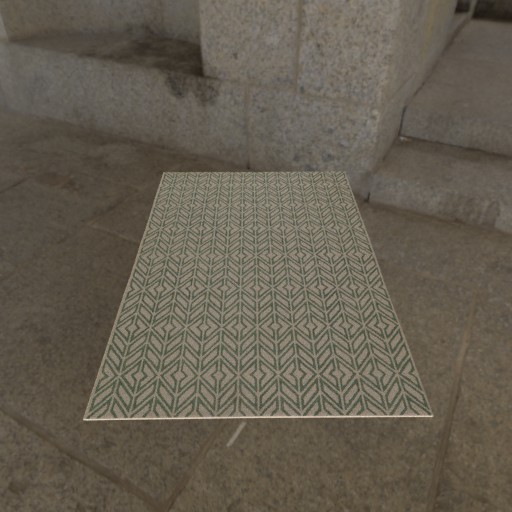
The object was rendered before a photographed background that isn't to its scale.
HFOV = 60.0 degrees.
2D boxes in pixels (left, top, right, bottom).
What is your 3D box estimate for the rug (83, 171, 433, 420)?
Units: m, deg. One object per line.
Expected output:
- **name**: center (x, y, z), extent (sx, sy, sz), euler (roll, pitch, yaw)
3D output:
- **rug**: center (0.000, 0.000, 2.260), extent (1.220, 0.007, 1.828), euler (0, 38, -1)
